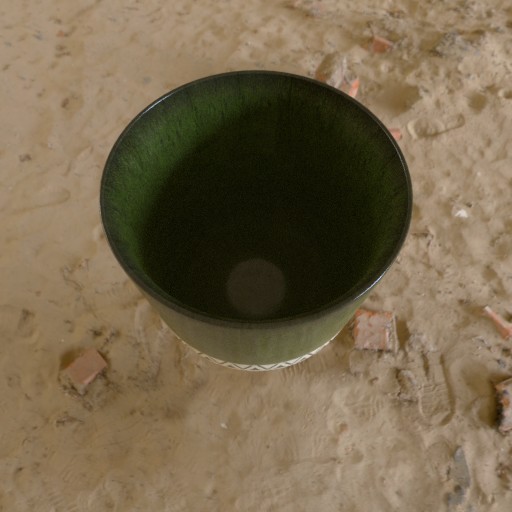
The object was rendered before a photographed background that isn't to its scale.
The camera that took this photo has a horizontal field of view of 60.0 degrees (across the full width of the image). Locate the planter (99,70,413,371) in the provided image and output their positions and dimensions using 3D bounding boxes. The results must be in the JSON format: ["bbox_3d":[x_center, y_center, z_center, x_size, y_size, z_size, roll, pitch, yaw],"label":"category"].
[{"bbox_3d":[0.000,0.000,0.469,0.245,0.270,0.245,0,63,0],"label":"planter"}]
